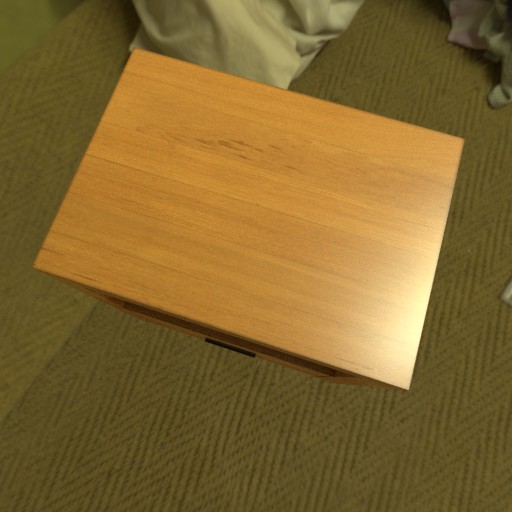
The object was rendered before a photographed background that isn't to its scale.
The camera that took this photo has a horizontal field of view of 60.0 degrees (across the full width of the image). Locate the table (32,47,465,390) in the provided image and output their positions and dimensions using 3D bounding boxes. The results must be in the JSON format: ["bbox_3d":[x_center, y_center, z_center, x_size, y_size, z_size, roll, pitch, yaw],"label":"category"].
[{"bbox_3d":[0.000,0.000,0.949,0.550,0.605,0.400,17,76,5],"label":"table"}]
